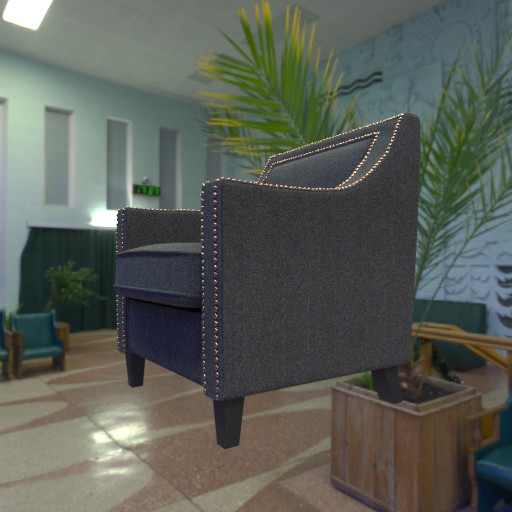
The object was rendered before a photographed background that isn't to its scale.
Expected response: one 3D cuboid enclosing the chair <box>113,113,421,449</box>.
[{"bbox_3d":[0.000,0.000,1.575,0.884,0.967,0.776,1,-1,-35],"label":"chair"}]
